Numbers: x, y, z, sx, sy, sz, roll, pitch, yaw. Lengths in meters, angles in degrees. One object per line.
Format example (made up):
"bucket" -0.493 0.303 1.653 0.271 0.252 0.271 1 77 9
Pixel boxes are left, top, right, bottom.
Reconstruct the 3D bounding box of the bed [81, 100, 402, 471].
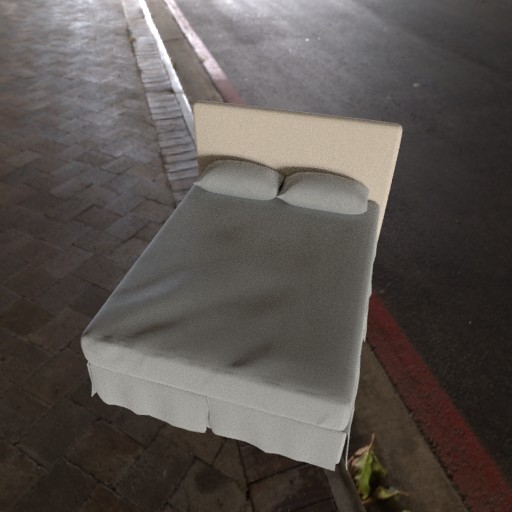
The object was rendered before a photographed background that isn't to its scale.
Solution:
"bed" 0.000 0.000 3.178 1.748 1.330 2.142 11 42 12
